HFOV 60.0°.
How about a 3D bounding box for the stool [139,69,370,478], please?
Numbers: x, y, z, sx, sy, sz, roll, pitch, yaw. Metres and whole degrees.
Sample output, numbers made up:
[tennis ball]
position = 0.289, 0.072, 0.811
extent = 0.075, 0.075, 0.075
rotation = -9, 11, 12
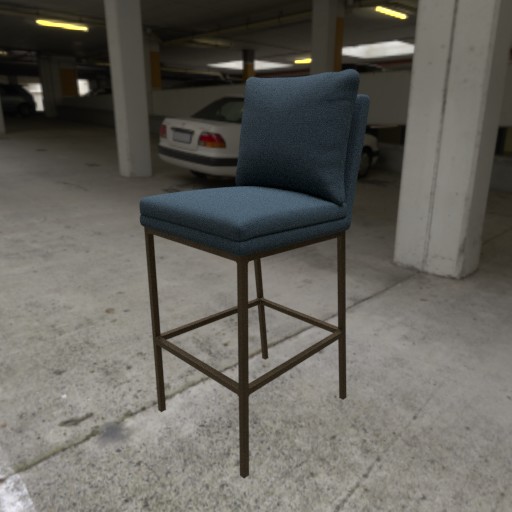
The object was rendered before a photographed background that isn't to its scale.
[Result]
[stool]
position = 0.000, 0.000, 1.436
extent = 0.568, 1.124, 0.463
rotation = -17, 24, -42
